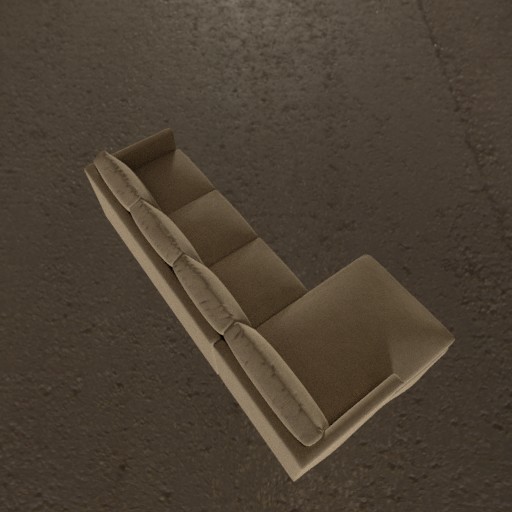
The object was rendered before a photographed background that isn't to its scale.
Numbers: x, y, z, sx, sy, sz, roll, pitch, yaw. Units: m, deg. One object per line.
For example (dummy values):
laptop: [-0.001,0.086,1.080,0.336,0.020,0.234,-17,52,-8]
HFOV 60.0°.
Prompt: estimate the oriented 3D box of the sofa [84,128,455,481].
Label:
sofa: [0.000,0.000,3.910,1.638,0.920,3.198,-32,63,-19]
